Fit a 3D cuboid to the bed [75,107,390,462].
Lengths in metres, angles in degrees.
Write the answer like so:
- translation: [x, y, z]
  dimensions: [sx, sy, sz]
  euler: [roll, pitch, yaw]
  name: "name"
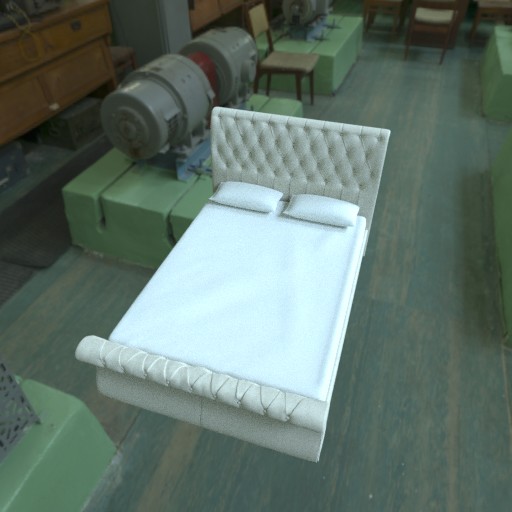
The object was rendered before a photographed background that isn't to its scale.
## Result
- translation: [0.000, 0.000, 3.468]
  dimensions: [1.606, 1.268, 2.493]
  euler: [12, 42, 14]
  name: "bed"
